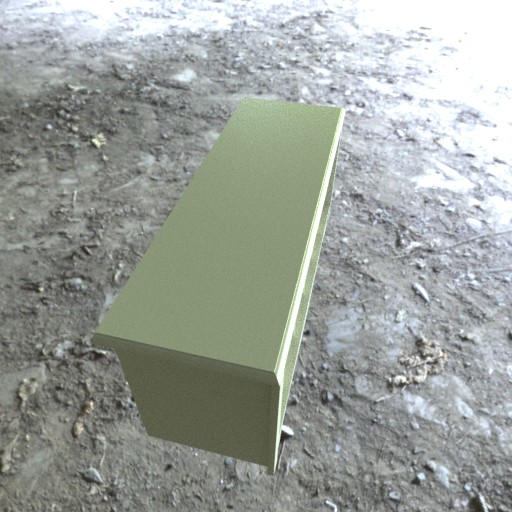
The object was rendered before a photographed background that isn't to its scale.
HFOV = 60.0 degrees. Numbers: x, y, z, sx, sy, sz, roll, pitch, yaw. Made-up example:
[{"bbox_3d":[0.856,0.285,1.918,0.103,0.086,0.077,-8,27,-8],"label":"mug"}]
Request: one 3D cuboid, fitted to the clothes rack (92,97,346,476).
[{"bbox_3d":[0.000,0.000,1.508,0.405,0.558,1.218,10,45,10],"label":"clothes rack"}]
